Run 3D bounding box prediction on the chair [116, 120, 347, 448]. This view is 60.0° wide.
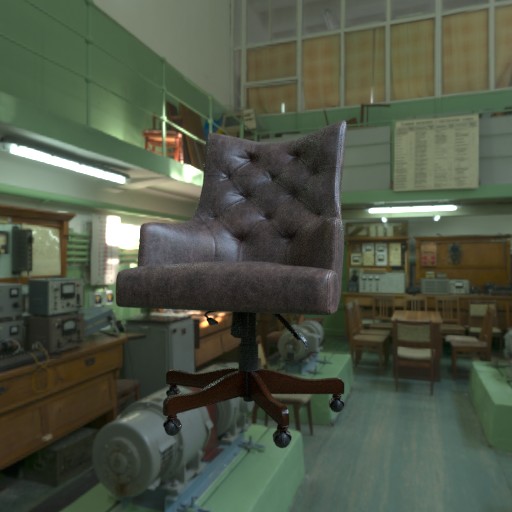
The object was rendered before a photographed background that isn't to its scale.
[{"bbox_3d":[0.000,0.000,1.541,0.641,1.035,0.762,0,0,18],"label":"chair"}]
